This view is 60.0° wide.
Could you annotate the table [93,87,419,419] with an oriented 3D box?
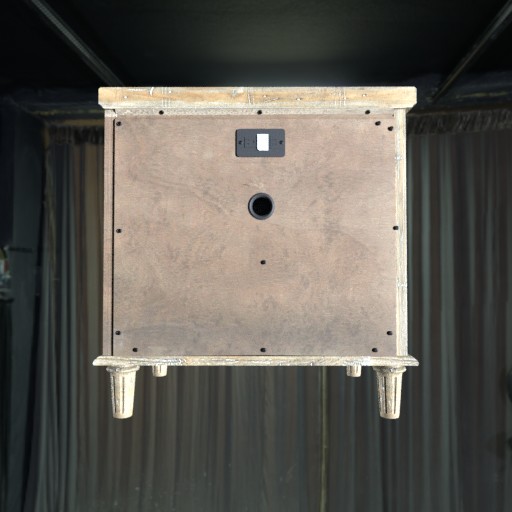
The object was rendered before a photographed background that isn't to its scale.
[{"bbox_3d":[0.000,0.000,1.161,0.686,0.711,0.457,0,-1,0],"label":"table"}]
